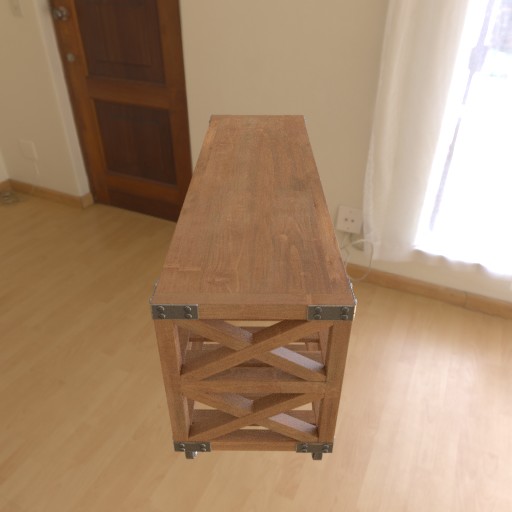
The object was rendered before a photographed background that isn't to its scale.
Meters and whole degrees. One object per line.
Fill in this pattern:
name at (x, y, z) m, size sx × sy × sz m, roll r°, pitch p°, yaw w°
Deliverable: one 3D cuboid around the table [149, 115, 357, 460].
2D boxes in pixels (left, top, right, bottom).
table at (0.000, 0.000, 1.784) m, size 0.467 × 0.711 × 1.487 m, roll 0°, pitch 33°, yaw 0°
